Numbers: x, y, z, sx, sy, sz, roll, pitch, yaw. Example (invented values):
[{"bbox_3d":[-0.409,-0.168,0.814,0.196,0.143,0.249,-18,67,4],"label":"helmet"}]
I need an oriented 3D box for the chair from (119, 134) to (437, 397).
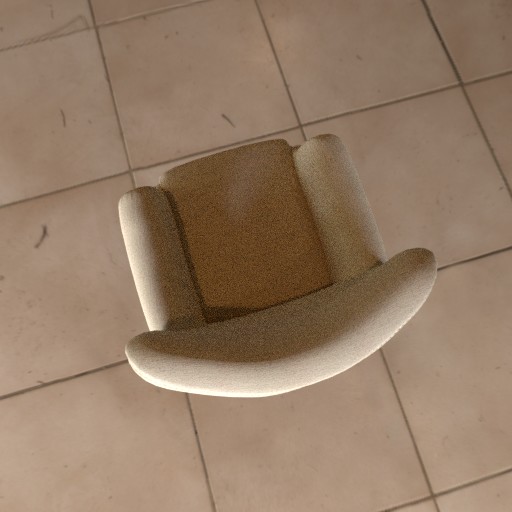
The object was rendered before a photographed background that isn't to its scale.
[{"bbox_3d":[0.000,0.000,1.628,0.861,0.936,0.921,-17,76,-4],"label":"chair"}]
